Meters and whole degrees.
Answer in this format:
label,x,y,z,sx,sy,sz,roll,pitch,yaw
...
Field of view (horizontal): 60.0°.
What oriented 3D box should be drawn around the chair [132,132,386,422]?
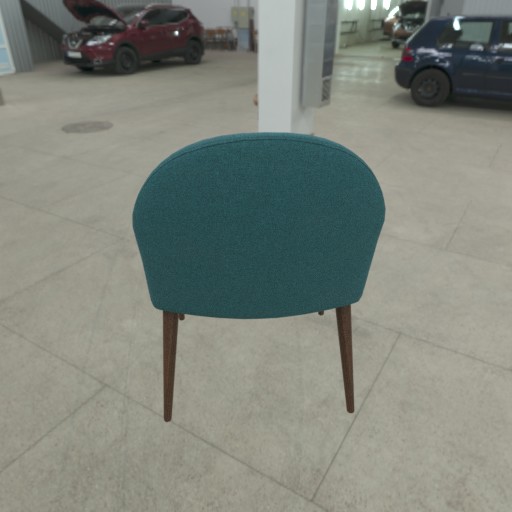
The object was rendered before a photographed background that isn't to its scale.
label,x,y,z,sx,sy,sz,roll,pitch,yaw
chair,0.000,0.000,1.369,0.656,0.907,0.652,-2,30,-3
